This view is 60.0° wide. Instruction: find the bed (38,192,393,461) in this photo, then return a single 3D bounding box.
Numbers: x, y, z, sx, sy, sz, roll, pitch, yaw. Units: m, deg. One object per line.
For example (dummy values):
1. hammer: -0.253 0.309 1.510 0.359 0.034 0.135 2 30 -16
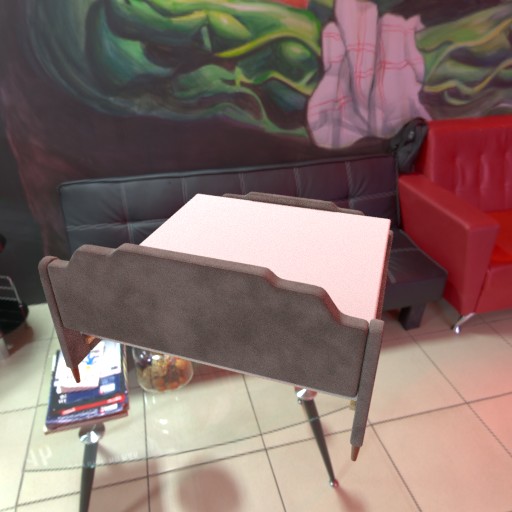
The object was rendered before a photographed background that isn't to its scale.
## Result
1. bed: 0.000 0.000 3.587 2.074 1.245 2.340 10 32 16
